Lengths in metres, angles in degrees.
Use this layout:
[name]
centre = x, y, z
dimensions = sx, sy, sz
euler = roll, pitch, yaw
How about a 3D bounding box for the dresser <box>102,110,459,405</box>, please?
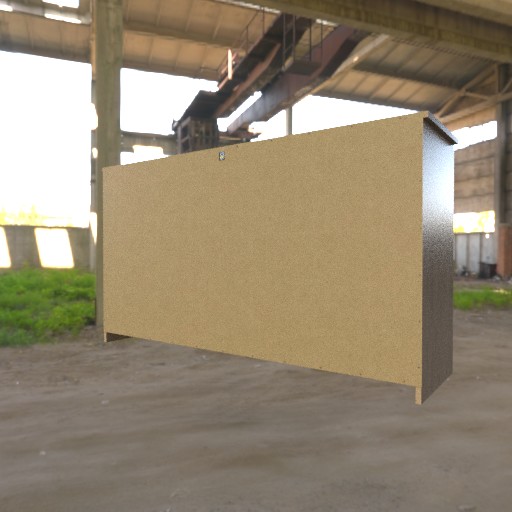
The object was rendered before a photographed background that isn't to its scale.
[dresser]
centre = 0.000, 0.000, 1.687
dimensions = 1.360, 0.755, 0.401
euler = 1, 1, 36
